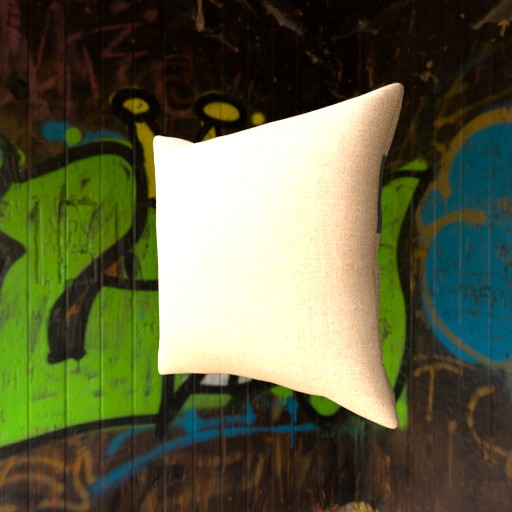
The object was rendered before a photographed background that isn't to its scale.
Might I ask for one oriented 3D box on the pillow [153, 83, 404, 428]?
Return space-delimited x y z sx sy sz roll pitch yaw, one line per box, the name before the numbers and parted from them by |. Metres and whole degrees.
pillow | 0.000 0.000 0.628 0.414 0.399 0.173 0 1 36
